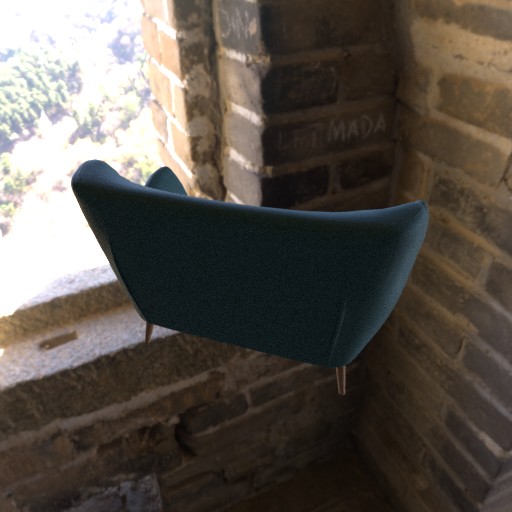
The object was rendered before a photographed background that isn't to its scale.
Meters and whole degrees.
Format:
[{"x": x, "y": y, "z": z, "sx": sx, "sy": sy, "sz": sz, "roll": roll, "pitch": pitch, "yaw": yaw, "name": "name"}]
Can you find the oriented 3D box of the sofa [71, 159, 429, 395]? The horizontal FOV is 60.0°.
[{"x": 0.000, "y": 0.000, "z": 1.979, "sx": 1.397, "sy": 0.889, "sz": 0.889, "roll": 11, "pitch": 33, "yaw": 16, "name": "sofa"}]
